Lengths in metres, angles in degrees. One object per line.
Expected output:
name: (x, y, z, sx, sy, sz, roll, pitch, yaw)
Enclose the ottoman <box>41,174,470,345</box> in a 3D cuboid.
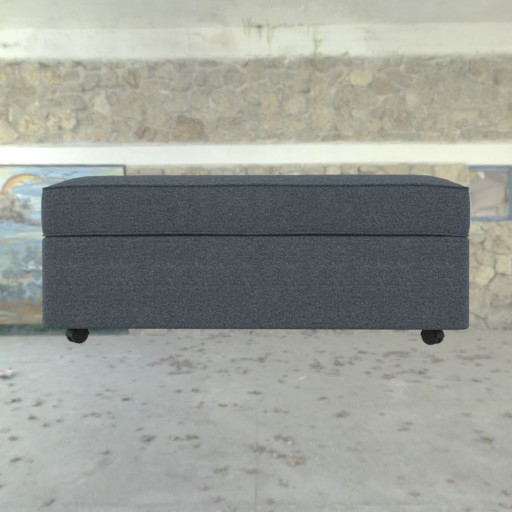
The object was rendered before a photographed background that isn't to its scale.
ottoman: (0.000, 0.000, 1.517, 1.173, 0.494, 0.681, 0, 0, 1)
